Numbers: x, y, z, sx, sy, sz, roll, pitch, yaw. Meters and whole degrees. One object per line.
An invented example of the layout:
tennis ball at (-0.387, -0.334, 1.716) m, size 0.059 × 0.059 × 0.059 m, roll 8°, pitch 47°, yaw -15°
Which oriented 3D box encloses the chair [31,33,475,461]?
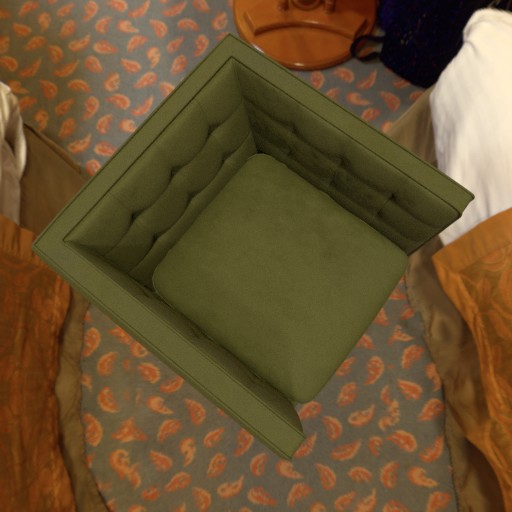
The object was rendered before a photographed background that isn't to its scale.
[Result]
chair at (0.000, 0.000, 1.552) m, size 0.894 × 0.790 × 0.880 m, roll 37°, pitch 79°, yaw 9°
